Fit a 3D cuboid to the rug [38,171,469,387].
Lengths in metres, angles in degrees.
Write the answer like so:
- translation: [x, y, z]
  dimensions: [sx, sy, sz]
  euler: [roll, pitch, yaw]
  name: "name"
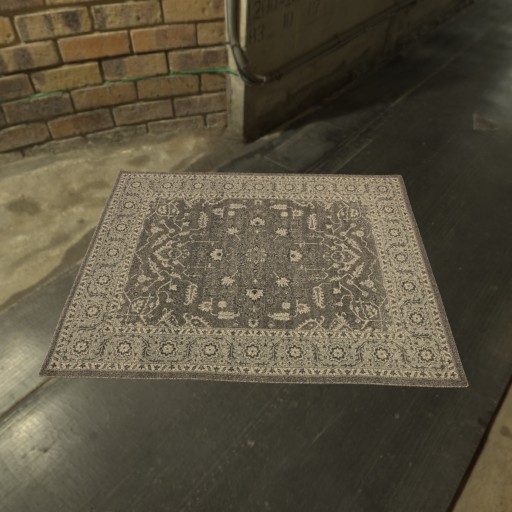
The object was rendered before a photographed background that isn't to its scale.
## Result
- translation: [0.000, 0.000, 3.969]
  dimensions: [3.069, 0.026, 2.451]
  euler: [1, 47, 1]
  name: "rug"
